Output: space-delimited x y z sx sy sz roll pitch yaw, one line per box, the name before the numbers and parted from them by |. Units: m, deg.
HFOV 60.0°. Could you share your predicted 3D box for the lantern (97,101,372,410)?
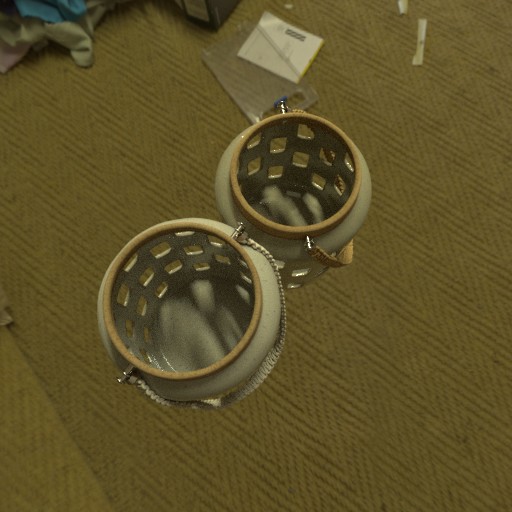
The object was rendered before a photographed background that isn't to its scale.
lantern | 0.000 0.000 0.497 0.184 0.255 0.347 35 78 9
